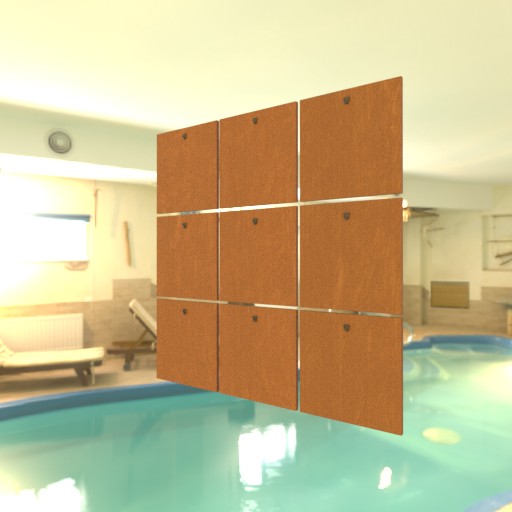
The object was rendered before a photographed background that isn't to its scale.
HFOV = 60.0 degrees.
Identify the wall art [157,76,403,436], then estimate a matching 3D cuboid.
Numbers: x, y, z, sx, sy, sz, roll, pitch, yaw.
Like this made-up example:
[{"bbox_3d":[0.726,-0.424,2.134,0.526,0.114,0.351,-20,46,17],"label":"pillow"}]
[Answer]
[{"bbox_3d":[0.000,0.000,1.394,0.915,0.913,0.018,0,0,36],"label":"wall art"}]
